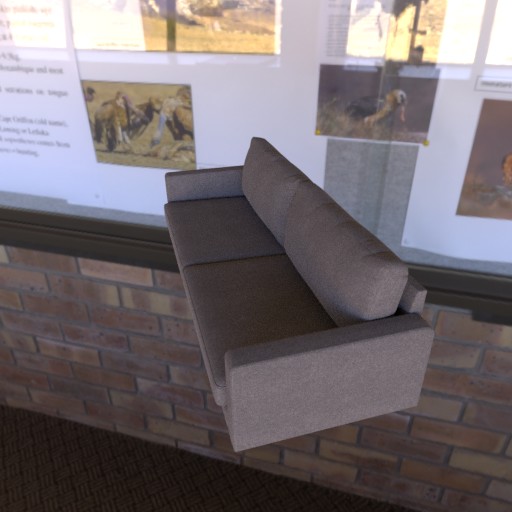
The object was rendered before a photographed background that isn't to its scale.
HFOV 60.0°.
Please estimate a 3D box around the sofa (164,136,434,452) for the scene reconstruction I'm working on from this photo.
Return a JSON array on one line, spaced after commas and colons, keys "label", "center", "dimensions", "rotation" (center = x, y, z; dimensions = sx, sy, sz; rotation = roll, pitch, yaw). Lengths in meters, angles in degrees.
[{"label": "sofa", "center": [0.000, 0.000, 2.593], "dimensions": [0.880, 0.880, 2.100], "rotation": [-8, 31, -14]}]
